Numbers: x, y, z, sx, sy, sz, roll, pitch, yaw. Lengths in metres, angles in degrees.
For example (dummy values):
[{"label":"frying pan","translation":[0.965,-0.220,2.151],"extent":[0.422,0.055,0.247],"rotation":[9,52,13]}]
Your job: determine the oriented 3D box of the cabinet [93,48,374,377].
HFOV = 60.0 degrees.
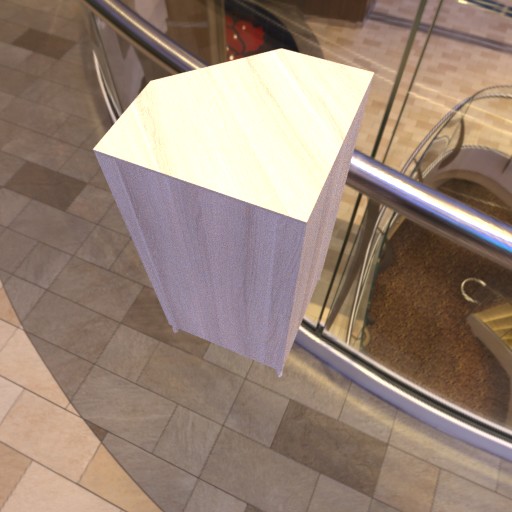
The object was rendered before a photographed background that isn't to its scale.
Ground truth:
[{"label":"cabinet","translation":[0.000,0.000,2.645],"extent":[1.272,1.957,0.969],"rotation":[-19,61,-11]}]
